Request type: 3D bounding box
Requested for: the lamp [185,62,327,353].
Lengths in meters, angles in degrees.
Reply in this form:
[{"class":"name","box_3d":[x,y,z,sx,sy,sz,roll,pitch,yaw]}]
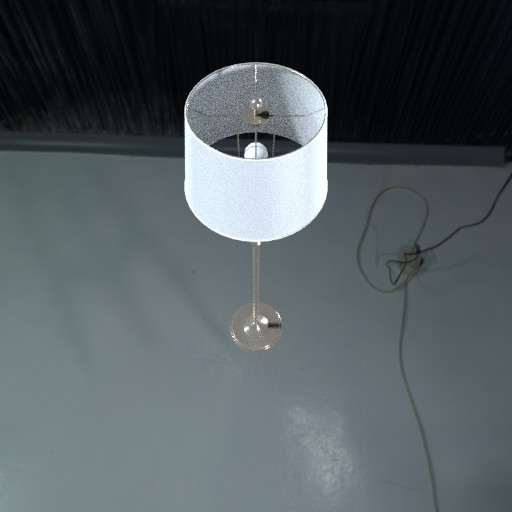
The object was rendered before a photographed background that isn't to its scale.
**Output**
[{"class":"lamp","box_3d":[0.000,0.000,1.715,0.431,1.488,0.431,0,59,0]}]
